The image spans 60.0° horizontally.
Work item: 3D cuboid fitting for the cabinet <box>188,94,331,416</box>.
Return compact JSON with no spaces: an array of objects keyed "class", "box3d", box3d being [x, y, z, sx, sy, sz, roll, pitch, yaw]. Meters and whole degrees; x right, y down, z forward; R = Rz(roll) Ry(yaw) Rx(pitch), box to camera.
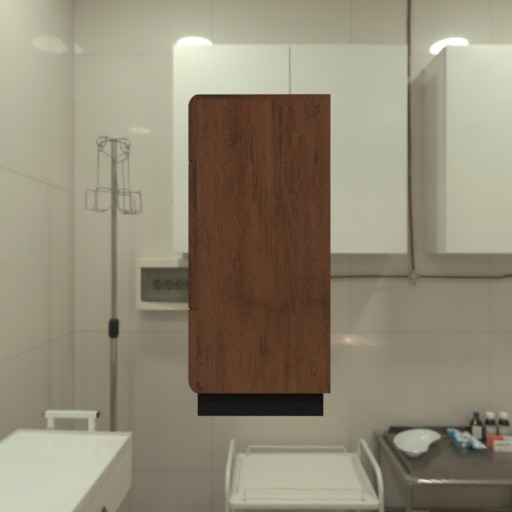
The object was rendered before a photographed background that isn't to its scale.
[{"class":"cabinet","box3d":[0.000,0.000,2.031,0.420,0.900,1.600,0,0,0]}]
